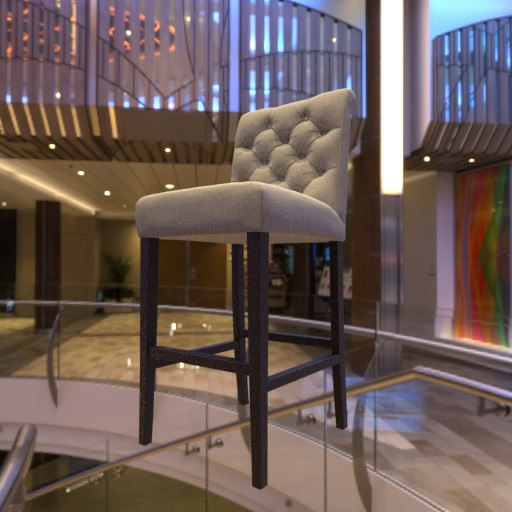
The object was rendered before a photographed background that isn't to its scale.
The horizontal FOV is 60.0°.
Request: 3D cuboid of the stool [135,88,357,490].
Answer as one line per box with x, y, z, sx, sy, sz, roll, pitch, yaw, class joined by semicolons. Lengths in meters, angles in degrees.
0.000;0.000;1.434;0.493;1.140;0.601;-1;-1;37;stool
